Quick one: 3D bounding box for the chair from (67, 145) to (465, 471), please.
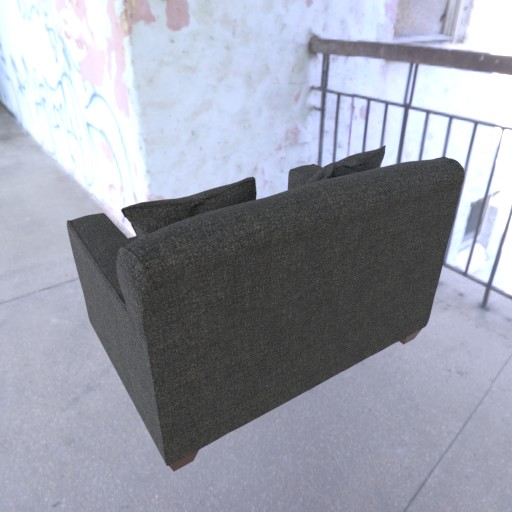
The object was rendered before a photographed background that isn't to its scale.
[{"bbox_3d":[0.000,0.000,1.982,1.383,0.948,1.000,-18,35,-28],"label":"chair"}]
